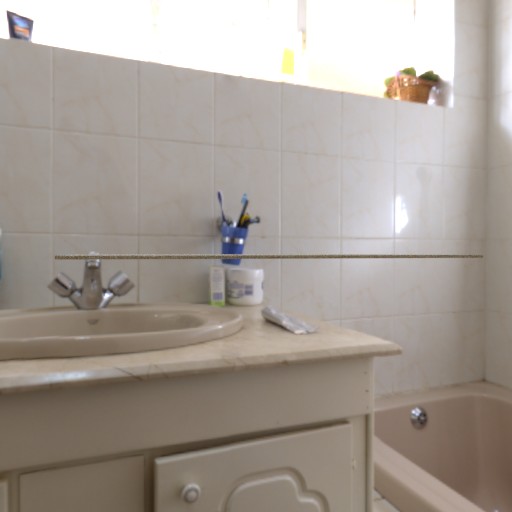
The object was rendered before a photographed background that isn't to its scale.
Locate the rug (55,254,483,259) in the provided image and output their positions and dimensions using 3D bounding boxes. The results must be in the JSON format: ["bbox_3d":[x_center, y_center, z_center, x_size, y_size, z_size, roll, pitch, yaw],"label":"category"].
[{"bbox_3d":[0.000,0.000,2.938,2.297,0.018,1.532,0,0,-19],"label":"rug"}]
